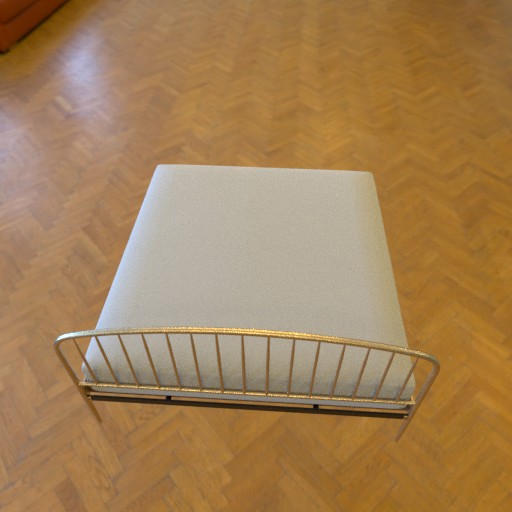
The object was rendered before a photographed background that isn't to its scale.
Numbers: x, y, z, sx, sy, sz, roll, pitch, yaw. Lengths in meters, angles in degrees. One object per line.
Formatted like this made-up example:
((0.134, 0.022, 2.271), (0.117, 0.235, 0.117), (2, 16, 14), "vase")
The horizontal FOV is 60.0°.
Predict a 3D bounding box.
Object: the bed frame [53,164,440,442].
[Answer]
((0.000, 0.000, 3.271), (2.016, 1.174, 2.152), (3, 46, 2), "bed frame")
